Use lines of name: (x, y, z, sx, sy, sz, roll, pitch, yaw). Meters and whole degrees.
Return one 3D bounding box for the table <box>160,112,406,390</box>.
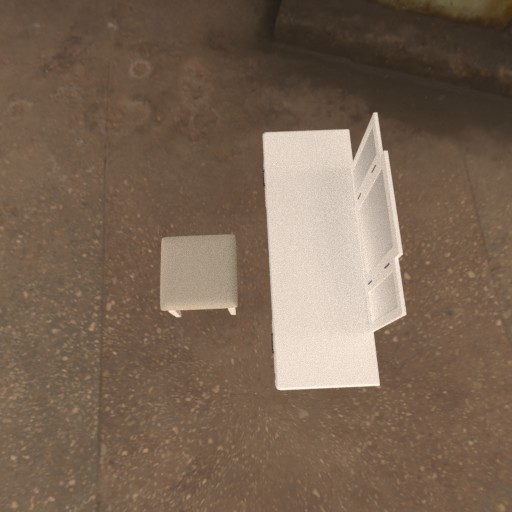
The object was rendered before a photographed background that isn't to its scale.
table: (0.000, 0.000, 2.345, 1.115, 1.310, 1.369, -2, 73, -1)
